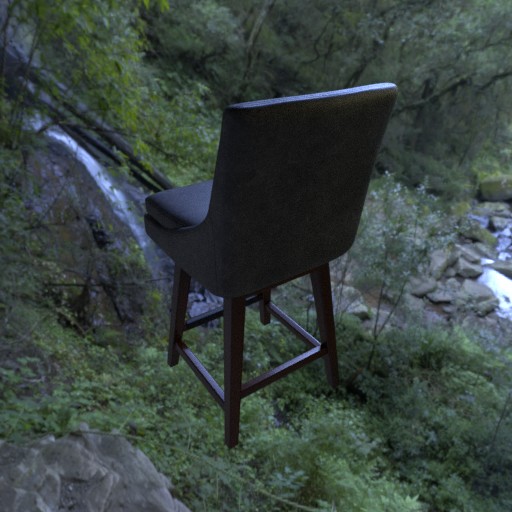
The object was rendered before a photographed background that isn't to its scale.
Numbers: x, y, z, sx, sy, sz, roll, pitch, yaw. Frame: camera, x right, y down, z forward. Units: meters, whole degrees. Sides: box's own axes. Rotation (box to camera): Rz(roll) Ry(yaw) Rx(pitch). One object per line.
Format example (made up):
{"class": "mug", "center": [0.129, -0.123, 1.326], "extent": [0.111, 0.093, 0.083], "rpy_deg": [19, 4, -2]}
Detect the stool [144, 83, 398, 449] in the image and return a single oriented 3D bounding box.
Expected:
{"class": "stool", "center": [0.000, 0.000, 1.374], "extent": [0.492, 1.046, 0.587], "rpy_deg": [-19, 35, -29]}
